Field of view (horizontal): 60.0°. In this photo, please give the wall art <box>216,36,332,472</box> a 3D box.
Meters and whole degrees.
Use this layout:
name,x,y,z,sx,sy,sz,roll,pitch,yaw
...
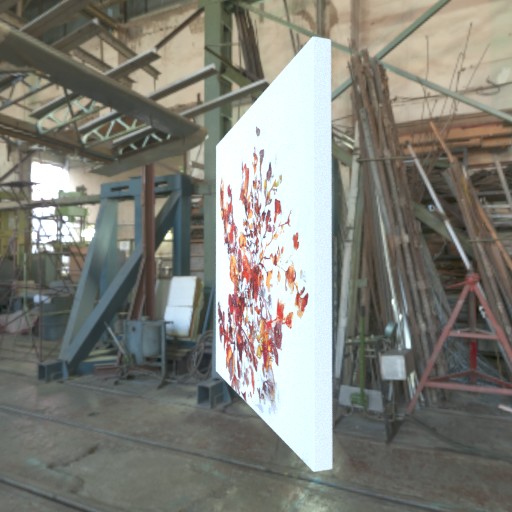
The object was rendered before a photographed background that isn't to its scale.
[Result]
name,x,y,z,sx,sy,sz,roll,pitch,yaw
wall art,0.000,0.000,1.133,0.037,0.757,0.757,0,-1,-18
